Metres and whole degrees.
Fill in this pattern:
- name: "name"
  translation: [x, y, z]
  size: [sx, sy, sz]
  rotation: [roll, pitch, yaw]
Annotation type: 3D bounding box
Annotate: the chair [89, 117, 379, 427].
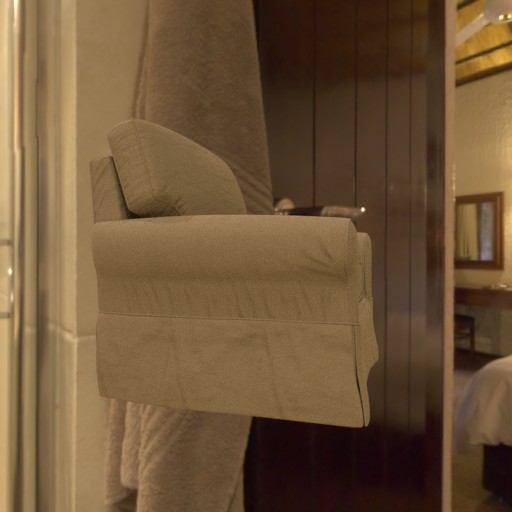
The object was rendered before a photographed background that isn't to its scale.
- name: "chair"
  translation: [0.000, 0.000, 1.902]
  size: [0.988, 1.017, 1.135]
  rotation: [0, 0, 17]
